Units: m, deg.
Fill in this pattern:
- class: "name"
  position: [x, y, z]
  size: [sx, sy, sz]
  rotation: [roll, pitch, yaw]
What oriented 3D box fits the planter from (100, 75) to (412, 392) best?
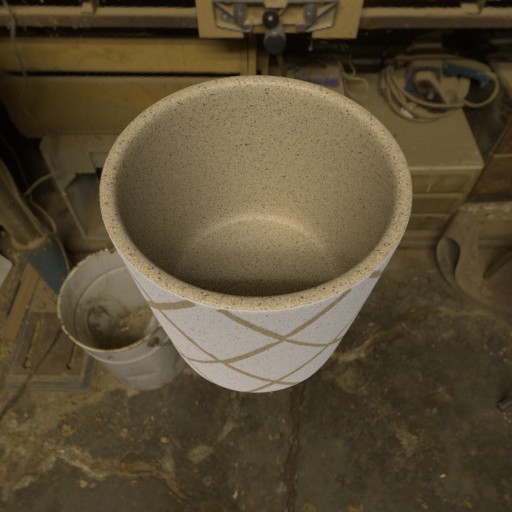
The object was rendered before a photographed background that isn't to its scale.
- class: "planter"
  position: [0.000, 0.000, 0.425]
  size: [0.228, 0.235, 0.228]
  rotation: [0, 57, 0]
